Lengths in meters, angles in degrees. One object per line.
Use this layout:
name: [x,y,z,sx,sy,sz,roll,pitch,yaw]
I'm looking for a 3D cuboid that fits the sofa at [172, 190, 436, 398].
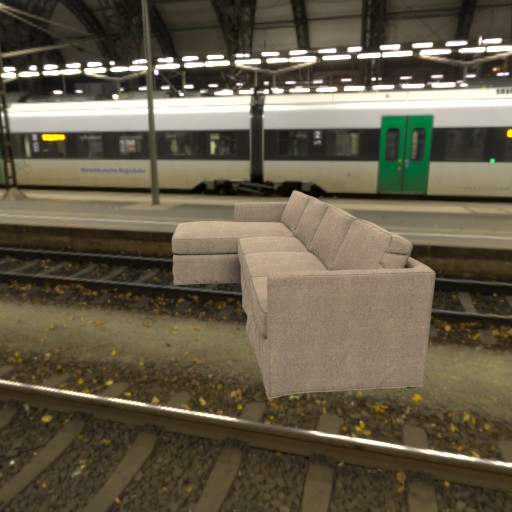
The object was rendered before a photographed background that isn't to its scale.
sofa: [0.000,0.000,3.923,1.650,0.922,3.205,-1,14,-6]
